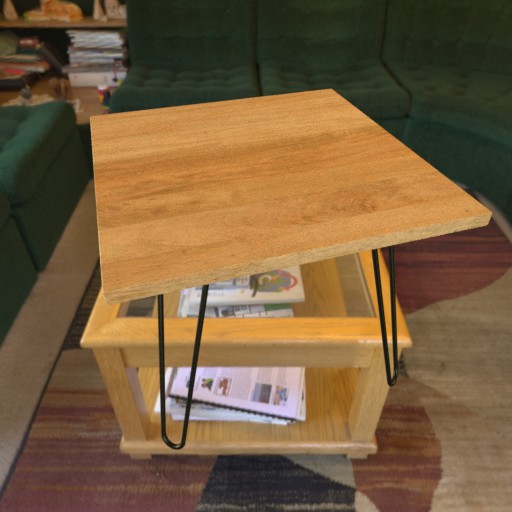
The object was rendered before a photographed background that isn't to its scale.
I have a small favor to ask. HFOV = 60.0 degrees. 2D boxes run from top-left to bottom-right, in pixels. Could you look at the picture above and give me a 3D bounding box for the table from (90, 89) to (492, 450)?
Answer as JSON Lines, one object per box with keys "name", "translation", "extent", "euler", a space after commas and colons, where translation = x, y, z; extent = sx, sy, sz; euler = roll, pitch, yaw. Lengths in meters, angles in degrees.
{"name": "table", "translation": [0.000, 0.000, 1.011], "extent": [0.599, 0.500, 0.599], "euler": [-11, 41, -13]}
